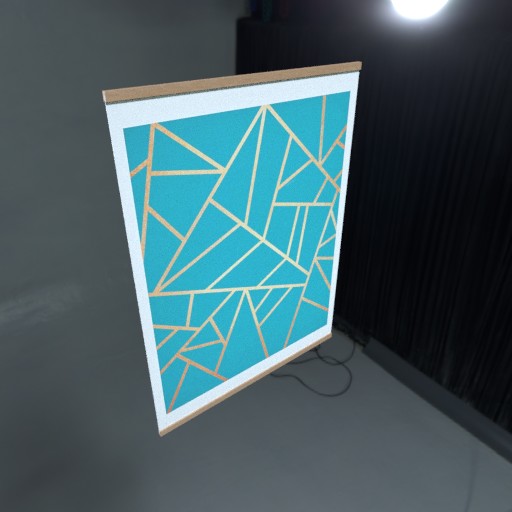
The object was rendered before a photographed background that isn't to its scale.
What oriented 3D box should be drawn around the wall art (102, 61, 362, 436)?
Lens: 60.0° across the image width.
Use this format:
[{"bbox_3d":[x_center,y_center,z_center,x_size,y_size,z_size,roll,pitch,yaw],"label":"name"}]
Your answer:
[{"bbox_3d":[0.000,0.000,1.324,0.758,1.016,0.013,-21,36,-32],"label":"wall art"}]
